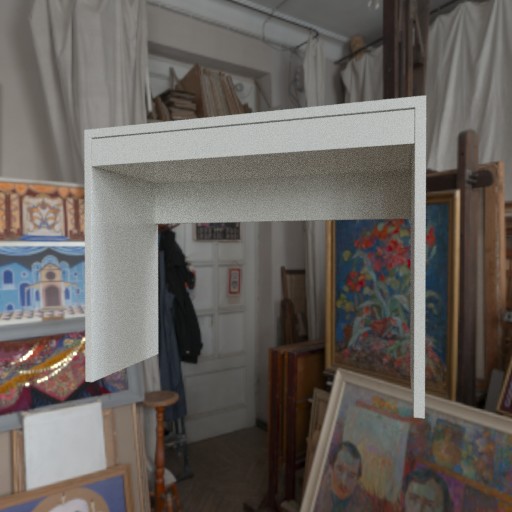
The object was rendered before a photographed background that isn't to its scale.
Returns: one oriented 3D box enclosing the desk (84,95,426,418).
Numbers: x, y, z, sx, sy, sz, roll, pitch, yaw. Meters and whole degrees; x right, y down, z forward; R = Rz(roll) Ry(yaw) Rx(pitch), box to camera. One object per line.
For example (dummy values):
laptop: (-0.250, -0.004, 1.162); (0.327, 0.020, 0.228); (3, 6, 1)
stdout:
desk: (0.000, 0.000, 1.428); (1.000, 0.790, 0.400); (0, 1, 18)
